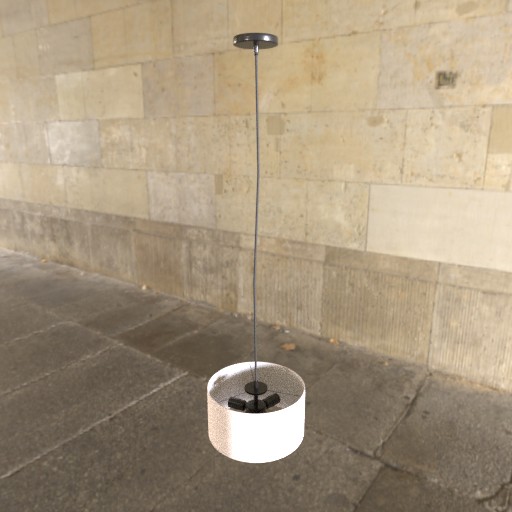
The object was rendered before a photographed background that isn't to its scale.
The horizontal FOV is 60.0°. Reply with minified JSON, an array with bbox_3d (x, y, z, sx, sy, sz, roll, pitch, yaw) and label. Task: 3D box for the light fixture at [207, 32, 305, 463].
[{"bbox_3d":[0.000,0.000,1.681,0.399,1.516,0.399,0,15,0],"label":"light fixture"}]
